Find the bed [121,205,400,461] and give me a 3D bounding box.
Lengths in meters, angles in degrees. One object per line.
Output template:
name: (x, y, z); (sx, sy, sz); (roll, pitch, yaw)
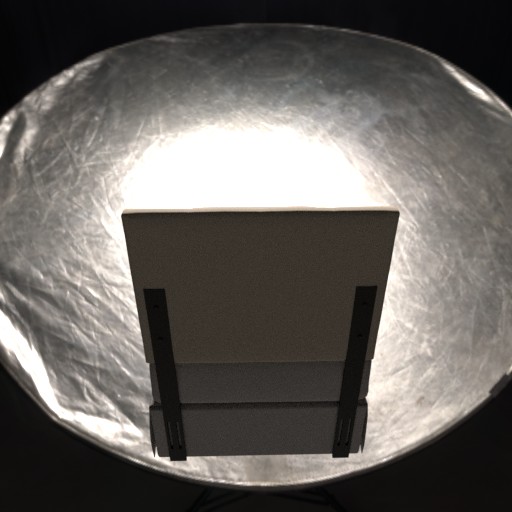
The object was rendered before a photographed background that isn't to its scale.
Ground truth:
bed: (0.000, 0.000, 3.018); (1.261, 1.571, 1.997); (-1, 31, -1)
